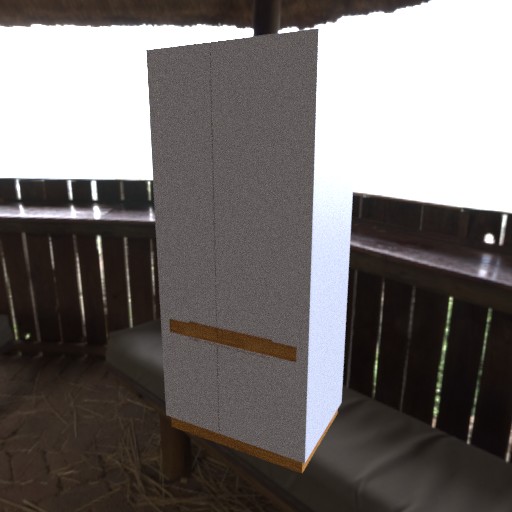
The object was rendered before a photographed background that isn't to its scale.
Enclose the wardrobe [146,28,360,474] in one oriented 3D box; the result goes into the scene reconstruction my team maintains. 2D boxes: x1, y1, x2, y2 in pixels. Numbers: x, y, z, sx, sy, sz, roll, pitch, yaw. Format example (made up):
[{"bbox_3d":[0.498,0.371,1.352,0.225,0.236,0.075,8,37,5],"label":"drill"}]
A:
[{"bbox_3d":[0.000,0.000,2.403,0.860,2.040,0.600,7,16,27],"label":"wardrobe"}]
